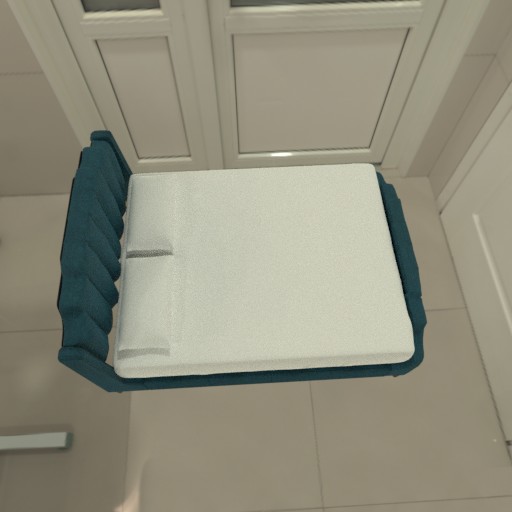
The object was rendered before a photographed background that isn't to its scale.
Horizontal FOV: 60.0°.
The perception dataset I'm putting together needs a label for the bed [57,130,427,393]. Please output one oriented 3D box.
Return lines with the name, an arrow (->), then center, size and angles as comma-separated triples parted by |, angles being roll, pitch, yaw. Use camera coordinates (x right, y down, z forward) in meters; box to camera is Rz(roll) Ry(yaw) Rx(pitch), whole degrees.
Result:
bed -> 0.000, 0.000, 3.286 | 2.322, 1.351, 1.676 | -3, 63, -1
